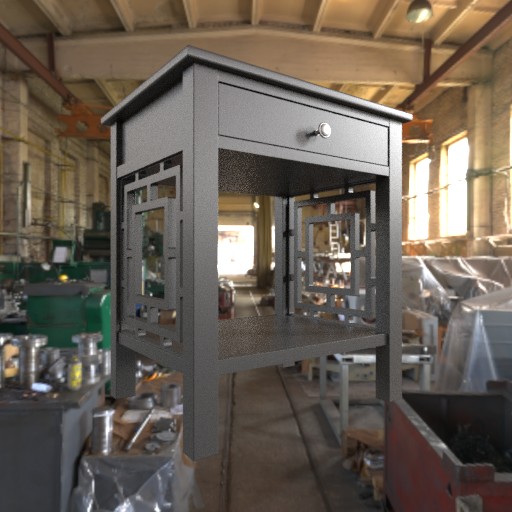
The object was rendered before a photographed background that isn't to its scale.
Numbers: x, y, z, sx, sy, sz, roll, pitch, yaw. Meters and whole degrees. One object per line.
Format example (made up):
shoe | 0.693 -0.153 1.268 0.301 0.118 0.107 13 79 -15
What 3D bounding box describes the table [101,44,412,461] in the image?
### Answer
table | 0.000 0.000 1.012 0.564 0.646 0.451 0 0 -36
